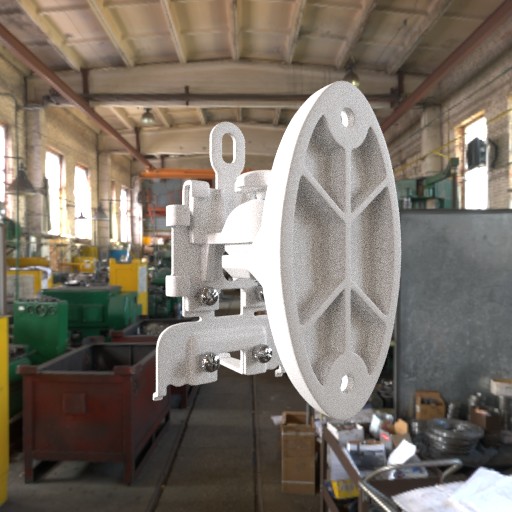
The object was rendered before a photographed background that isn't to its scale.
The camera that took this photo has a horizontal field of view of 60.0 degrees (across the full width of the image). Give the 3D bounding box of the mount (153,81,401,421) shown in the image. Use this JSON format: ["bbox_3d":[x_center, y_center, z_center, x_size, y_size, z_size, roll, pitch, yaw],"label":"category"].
[{"bbox_3d":[0.000,0.000,0.178,0.066,0.118,0.100,0,0,-34],"label":"mount"}]
